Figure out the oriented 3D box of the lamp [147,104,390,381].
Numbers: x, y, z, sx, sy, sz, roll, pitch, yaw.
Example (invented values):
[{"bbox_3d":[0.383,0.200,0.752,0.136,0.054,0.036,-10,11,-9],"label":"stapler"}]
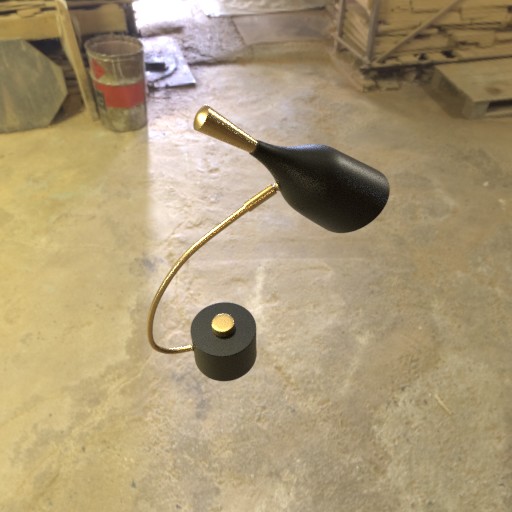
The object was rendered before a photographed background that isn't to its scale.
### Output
[{"bbox_3d":[0.000,0.000,0.628,0.352,0.464,0.110,-11,47,-10],"label":"lamp"}]
